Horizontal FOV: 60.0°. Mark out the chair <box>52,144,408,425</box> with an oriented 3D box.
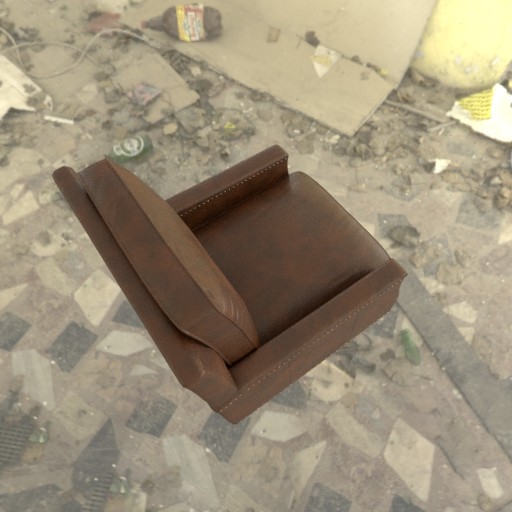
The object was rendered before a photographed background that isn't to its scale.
[{"bbox_3d":[0.000,0.000,1.789,1.035,1.054,0.854,-31,64,-17],"label":"chair"}]
